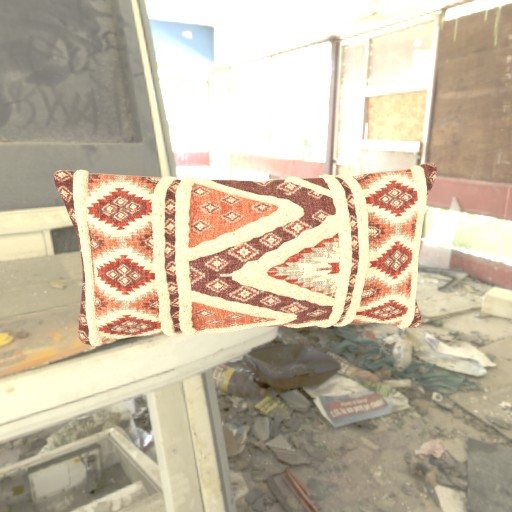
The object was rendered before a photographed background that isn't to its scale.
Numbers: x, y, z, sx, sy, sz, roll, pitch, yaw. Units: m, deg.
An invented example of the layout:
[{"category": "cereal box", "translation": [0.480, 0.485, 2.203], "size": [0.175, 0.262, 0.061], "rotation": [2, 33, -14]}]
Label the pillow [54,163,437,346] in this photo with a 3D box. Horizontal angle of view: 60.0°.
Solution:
[{"category": "pillow", "translation": [0.000, 0.000, 0.730], "size": [0.608, 0.295, 0.161], "rotation": [-2, 16, -7]}]
